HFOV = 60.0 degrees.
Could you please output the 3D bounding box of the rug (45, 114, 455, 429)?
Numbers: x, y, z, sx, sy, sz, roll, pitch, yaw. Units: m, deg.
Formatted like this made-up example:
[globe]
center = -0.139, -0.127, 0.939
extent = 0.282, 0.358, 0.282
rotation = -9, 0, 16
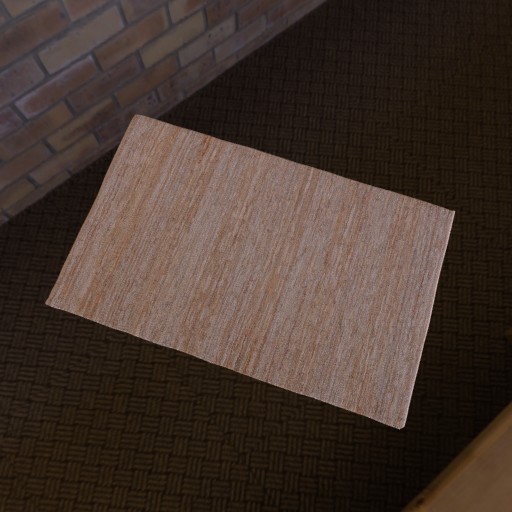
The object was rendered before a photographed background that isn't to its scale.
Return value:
[rug]
center = 0.000, 0.000, 3.030
extent = 2.446, 0.009, 1.529
rotation = 18, 75, 5
